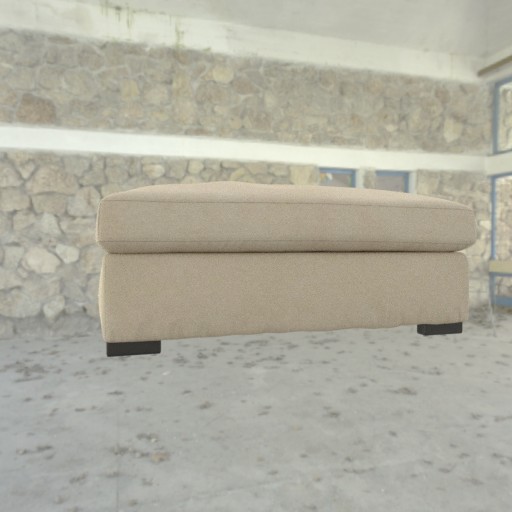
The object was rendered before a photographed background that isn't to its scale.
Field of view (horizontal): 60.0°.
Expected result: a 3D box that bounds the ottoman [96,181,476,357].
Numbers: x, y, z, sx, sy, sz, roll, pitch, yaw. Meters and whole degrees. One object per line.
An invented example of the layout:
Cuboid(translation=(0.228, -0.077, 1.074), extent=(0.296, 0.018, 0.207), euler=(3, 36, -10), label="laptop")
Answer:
Cuboid(translation=(0.000, 0.000, 1.860), extent=(1.205, 0.522, 1.190), euler=(0, 1, -16), label="ottoman")
